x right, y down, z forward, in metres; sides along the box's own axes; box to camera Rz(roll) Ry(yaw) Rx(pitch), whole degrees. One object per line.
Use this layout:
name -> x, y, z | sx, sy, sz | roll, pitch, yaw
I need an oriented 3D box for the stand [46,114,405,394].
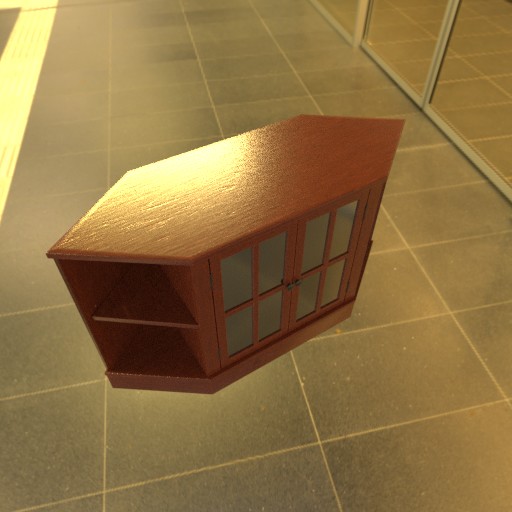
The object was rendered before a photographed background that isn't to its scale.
stand -> 0.000, 0.000, 1.372 | 1.072, 0.614, 0.381 | -24, 51, -22
